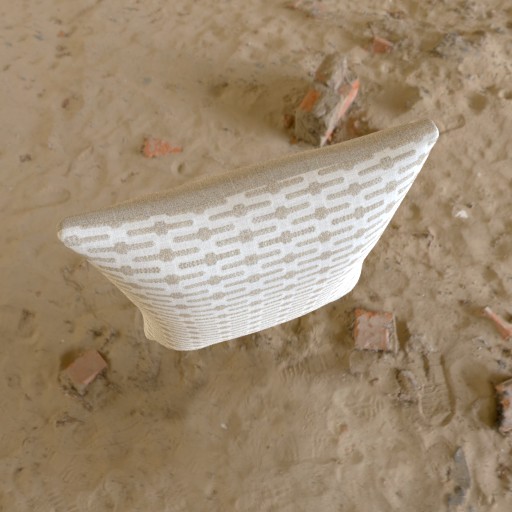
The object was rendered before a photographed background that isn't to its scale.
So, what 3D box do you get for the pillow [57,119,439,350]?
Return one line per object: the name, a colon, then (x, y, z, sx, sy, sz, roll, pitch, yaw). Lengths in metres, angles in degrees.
pillow: (0.000, 0.000, 0.767, 0.496, 0.491, 0.219, -17, 64, -9)
